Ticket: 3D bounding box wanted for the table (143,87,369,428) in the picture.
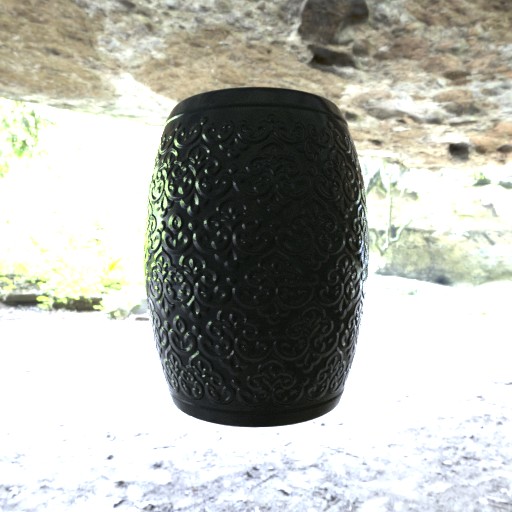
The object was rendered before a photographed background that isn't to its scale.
[{"bbox_3d":[0.000,0.000,0.625,0.309,0.397,0.309,0,2,0],"label":"table"}]
